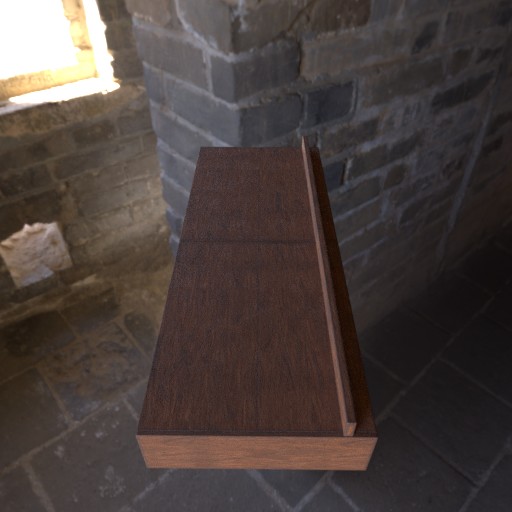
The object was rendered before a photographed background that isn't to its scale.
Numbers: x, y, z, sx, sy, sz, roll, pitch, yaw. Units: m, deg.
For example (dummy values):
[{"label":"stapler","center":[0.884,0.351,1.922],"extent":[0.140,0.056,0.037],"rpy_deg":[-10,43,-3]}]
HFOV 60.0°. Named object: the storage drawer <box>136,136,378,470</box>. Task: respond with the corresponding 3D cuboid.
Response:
[{"label":"storage drawer","center":[0.000,0.000,2.155],"extent":[0.774,0.339,1.914],"rpy_deg":[0,41,0]}]
